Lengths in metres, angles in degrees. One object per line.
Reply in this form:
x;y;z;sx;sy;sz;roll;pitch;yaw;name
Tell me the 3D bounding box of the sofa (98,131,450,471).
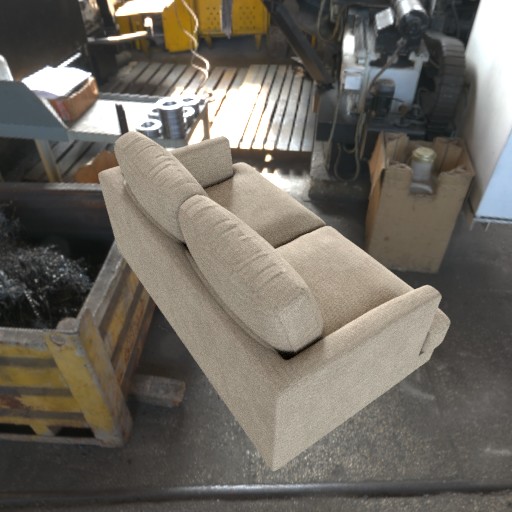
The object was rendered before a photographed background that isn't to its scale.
0.000;0.000;2.106;0.903;0.944;1.582;-24;47;-25;sofa
